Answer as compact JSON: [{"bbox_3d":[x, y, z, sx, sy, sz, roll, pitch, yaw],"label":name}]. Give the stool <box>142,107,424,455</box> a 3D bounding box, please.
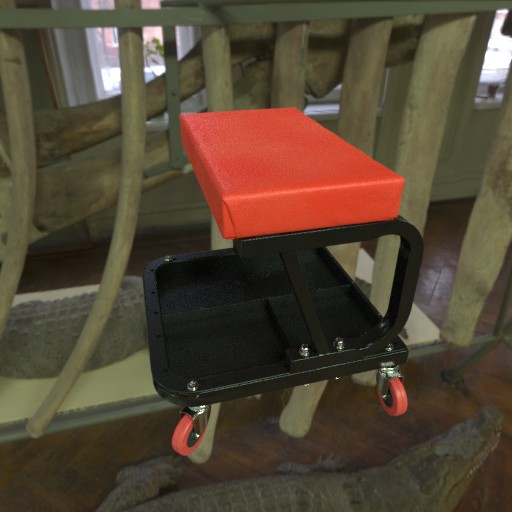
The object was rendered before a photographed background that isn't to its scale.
[{"bbox_3d":[0.000,0.000,0.715,0.371,0.380,0.446,-8,32,-13],"label":"stool"}]
